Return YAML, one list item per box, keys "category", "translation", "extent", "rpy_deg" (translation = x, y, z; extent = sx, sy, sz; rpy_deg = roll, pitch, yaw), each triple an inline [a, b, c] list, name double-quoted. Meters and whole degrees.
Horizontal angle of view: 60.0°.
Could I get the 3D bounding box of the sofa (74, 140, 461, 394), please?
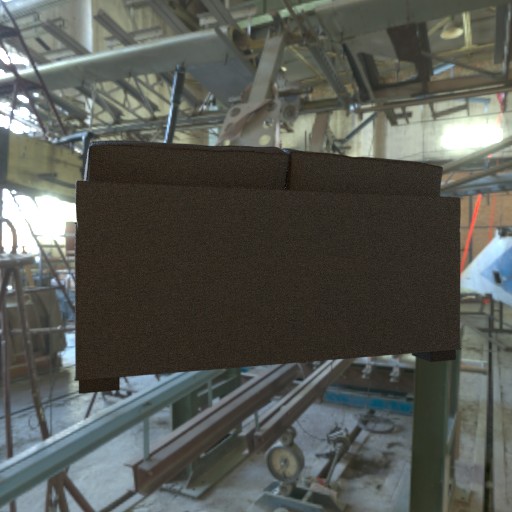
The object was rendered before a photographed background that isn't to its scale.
- category: "sofa"
  translation: [0.000, 0.000, 2.112]
  extent: [1.534, 0.887, 0.974]
  rpy_deg: [0, 1, -17]
